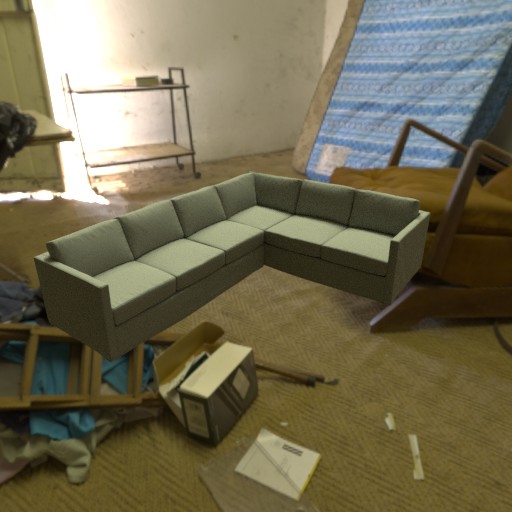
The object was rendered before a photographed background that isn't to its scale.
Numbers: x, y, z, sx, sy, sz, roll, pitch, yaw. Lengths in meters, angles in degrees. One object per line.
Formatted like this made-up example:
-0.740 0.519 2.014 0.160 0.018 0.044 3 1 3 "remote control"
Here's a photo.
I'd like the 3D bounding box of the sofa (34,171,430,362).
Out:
0.000 0.000 4.408 2.432 0.871 3.182 17 30 32 "sofa"
